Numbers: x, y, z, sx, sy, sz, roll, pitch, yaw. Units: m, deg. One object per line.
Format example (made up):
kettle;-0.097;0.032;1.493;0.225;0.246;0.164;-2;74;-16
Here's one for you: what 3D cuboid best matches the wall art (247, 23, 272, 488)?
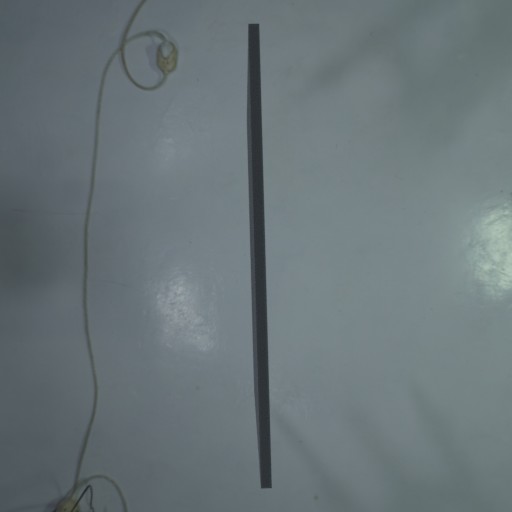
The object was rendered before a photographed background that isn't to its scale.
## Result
wall art;0.000;0.000;1.248;0.049;0.659;0.964;0;90;-1
